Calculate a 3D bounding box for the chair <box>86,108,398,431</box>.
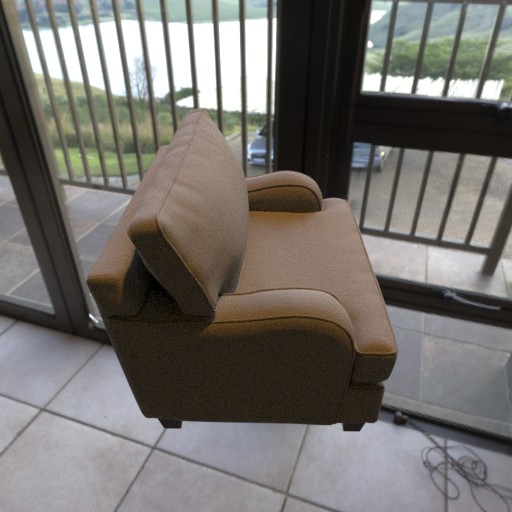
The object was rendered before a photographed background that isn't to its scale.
[{"bbox_3d":[0.000,0.000,2.013,1.041,1.016,1.220,1,34,1],"label":"chair"}]
